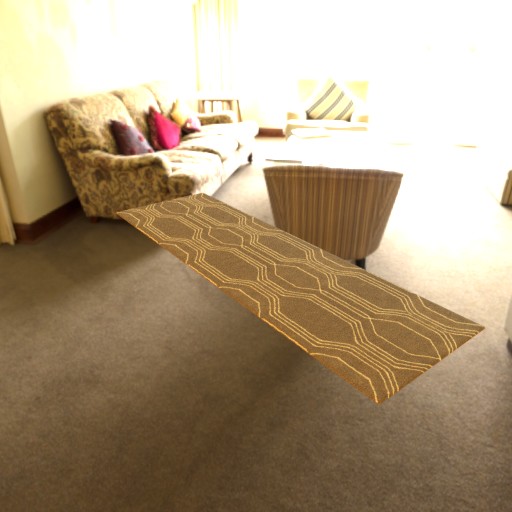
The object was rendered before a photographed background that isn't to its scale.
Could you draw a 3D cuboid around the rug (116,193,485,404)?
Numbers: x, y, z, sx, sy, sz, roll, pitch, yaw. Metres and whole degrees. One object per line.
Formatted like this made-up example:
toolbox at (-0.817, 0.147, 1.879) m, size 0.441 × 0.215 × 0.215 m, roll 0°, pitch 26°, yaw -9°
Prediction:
rug at (0.000, 0.000, 2.703) m, size 0.773 × 0.012 × 2.464 m, roll -19°, pitch 32°, yaw -33°
